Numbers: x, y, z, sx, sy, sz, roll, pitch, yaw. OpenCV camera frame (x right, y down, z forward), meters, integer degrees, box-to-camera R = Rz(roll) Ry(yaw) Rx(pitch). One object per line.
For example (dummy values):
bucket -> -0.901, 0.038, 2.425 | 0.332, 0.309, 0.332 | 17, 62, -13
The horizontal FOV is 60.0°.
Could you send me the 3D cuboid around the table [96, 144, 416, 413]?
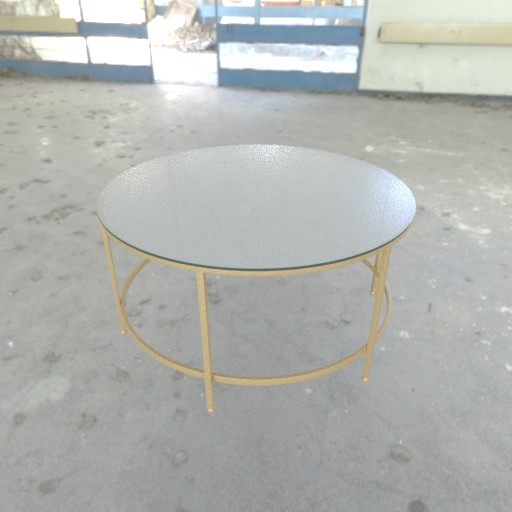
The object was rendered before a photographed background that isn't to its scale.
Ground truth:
table -> 0.000, 0.000, 1.445 | 0.914, 0.470, 0.914 | 0, 30, 0
